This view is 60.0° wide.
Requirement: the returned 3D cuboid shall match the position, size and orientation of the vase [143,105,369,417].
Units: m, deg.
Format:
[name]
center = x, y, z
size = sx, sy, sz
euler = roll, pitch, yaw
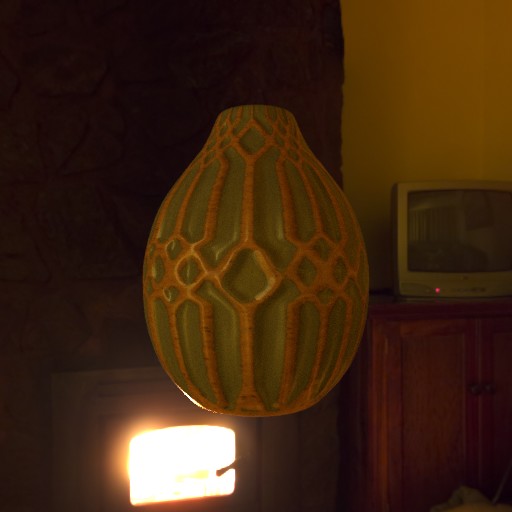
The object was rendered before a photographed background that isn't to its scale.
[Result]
[vase]
center = 0.000, 0.000, 0.139
size = 0.069, 0.088, 0.069
euler = 0, 0, 0
